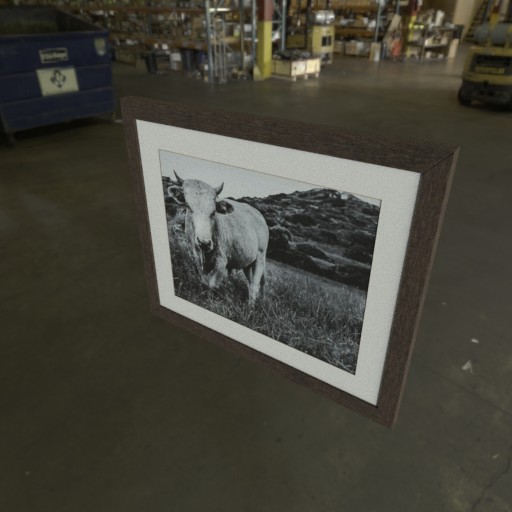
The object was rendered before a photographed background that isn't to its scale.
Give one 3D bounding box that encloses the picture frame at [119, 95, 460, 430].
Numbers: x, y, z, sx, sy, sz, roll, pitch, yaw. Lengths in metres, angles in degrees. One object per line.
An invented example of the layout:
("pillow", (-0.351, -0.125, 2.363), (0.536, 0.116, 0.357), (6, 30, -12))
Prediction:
("picture frame", (0.000, 0.000, 0.742), (0.546, 0.455, 0.026), (19, 35, 29))
